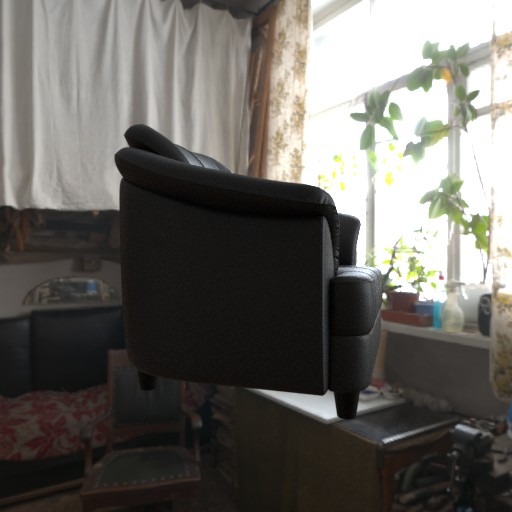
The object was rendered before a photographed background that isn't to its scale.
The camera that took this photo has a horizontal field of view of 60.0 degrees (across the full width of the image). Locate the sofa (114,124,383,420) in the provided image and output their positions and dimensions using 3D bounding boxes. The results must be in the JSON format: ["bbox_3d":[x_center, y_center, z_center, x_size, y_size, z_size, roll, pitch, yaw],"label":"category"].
[{"bbox_3d":[0.000,0.000,1.472,0.794,0.811,0.870,0,0,18],"label":"sofa"}]
